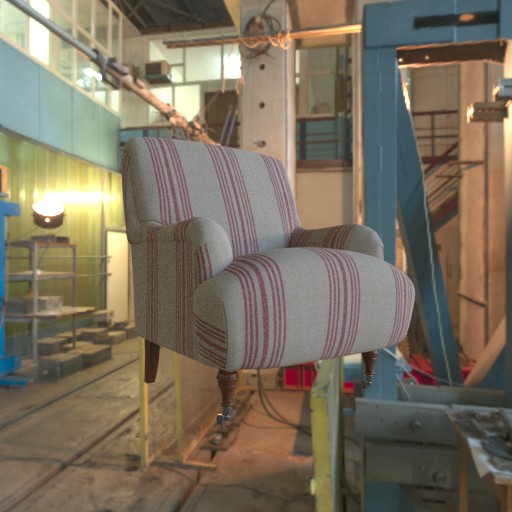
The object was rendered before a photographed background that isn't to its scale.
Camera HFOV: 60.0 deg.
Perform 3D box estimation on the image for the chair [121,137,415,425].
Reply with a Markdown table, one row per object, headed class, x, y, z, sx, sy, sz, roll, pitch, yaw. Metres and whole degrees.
| class | x | y | z | sx | sy | sz | roll | pitch | yaw |
| --- | --- | --- | --- | --- | --- | --- | --- | --- | --- |
| chair | 0.000 | 0.000 | 1.917 | 0.933 | 1.123 | 1.058 | 0 | 0 | -35 |
